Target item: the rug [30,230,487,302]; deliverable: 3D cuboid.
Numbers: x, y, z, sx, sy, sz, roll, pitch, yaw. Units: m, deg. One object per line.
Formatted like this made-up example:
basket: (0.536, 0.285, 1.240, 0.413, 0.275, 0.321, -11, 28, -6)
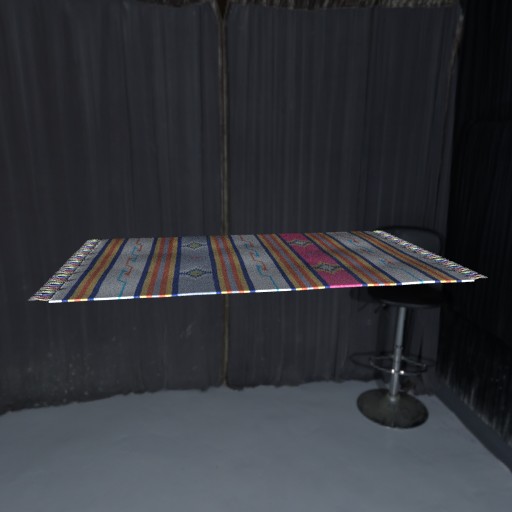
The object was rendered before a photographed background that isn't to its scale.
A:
rug: (0.000, 0.000, 2.250, 1.849, 0.013, 1.084, -2, 14, -9)
